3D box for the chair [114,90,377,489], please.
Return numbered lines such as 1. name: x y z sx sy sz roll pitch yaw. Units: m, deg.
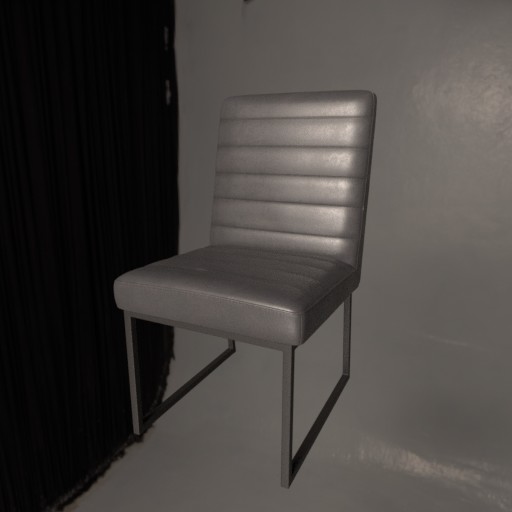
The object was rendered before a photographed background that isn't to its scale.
1. chair: 0.000 0.000 1.272 0.520 0.930 0.634 7 16 25
